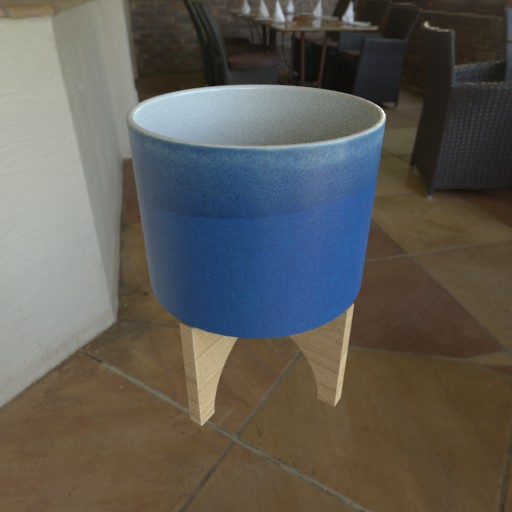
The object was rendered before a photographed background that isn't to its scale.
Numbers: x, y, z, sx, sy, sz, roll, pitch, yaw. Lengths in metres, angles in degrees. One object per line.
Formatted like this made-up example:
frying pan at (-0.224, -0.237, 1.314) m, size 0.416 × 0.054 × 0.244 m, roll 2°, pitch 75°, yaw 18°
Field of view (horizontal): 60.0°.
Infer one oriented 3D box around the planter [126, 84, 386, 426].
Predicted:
planter at (0.000, 0.000, 0.406) m, size 0.192 × 0.263 × 0.192 m, roll 0°, pitch 31°, yaw 0°
